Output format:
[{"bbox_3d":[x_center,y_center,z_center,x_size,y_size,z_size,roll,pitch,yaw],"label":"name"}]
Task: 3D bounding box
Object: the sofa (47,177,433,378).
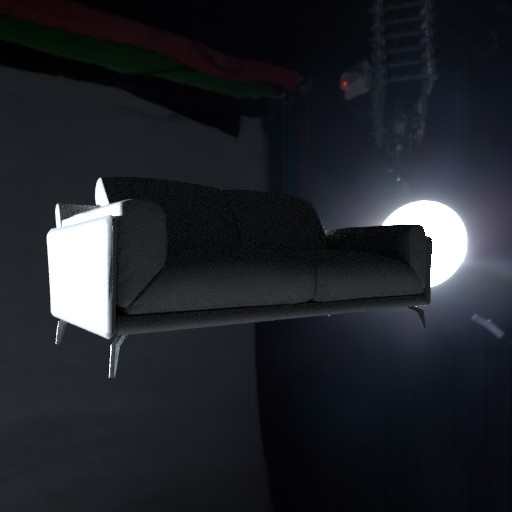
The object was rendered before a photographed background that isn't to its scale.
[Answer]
[{"bbox_3d":[0.000,0.000,2.625,2.101,0.930,1.049,1,-1,-37],"label":"sofa"}]
